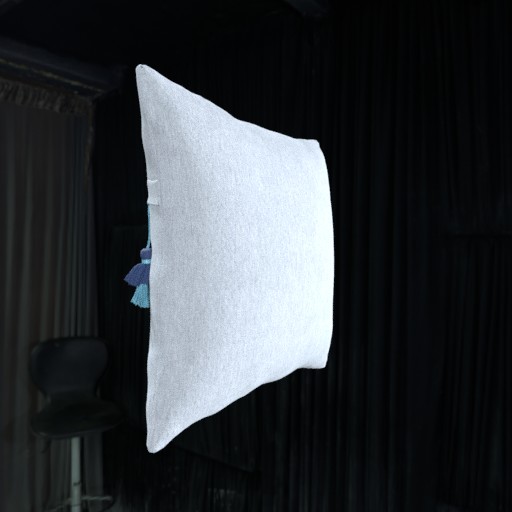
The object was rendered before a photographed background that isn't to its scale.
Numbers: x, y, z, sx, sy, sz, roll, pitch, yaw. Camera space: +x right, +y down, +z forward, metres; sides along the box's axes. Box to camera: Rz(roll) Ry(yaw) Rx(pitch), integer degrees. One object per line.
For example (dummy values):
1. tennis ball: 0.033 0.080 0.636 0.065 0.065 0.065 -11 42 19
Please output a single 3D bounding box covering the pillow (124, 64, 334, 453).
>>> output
1. pillow: 0.000 0.000 0.671 0.173 0.436 0.433 1 1 35
